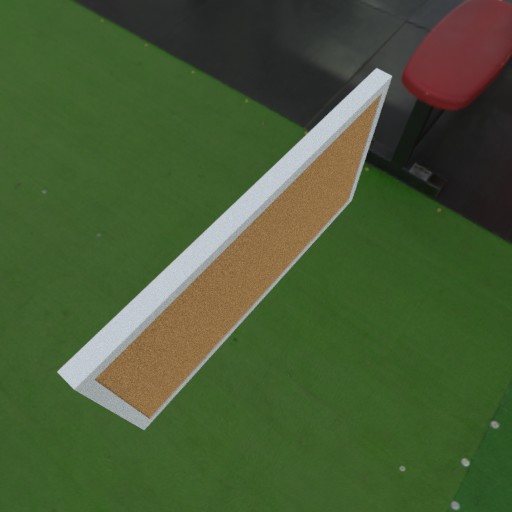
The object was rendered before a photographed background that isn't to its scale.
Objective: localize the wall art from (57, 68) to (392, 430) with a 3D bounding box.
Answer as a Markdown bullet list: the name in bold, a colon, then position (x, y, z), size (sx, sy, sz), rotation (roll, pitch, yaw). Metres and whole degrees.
- **wall art**: position (0.000, 0.000, 0.946), size (0.038, 0.431, 0.812), rotation (37, 68, 18)
